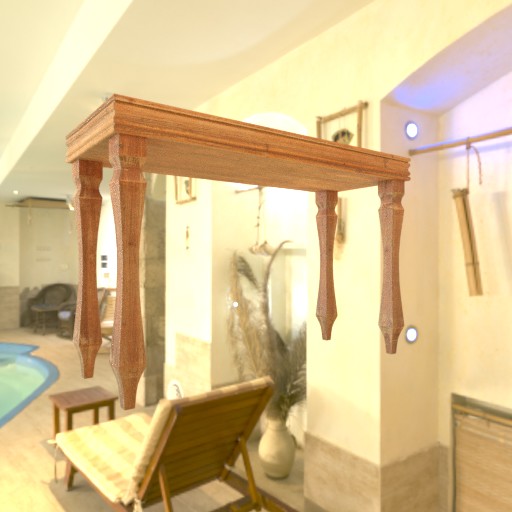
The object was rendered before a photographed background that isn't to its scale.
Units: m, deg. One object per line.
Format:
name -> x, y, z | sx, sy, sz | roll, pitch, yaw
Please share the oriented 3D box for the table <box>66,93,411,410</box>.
table -> 0.000, 0.000, 1.791 | 1.330, 0.873, 0.522 | 0, 0, -36
